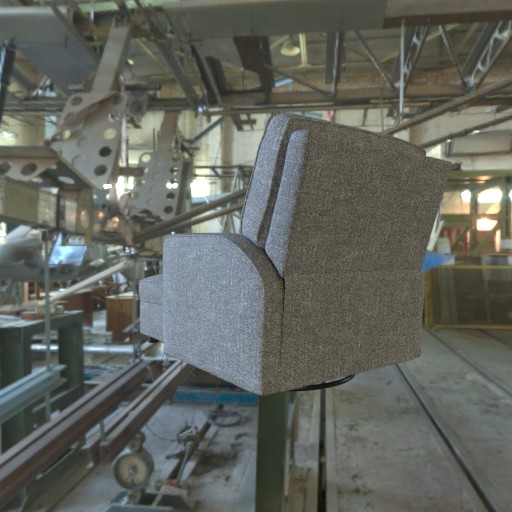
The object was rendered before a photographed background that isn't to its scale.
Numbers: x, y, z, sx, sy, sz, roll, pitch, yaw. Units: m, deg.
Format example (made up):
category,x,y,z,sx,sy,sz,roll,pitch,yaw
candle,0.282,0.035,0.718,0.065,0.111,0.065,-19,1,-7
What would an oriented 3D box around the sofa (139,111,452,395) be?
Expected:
category,x,y,z,sx,sy,sz,roll,pitch,yaw
sofa,0.000,0.000,2.031,0.861,0.959,1.472,-1,1,-37
